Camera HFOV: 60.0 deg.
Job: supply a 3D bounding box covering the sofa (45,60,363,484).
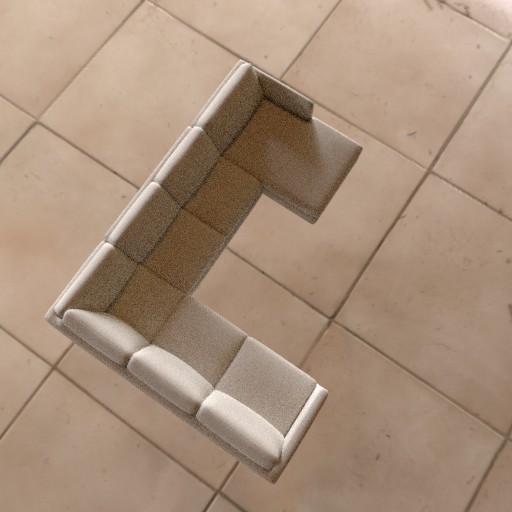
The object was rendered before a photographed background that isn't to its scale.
[{"bbox_3d":[0.000,0.000,4.403,2.551,0.853,3.238,33,80,7],"label":"sofa"}]
